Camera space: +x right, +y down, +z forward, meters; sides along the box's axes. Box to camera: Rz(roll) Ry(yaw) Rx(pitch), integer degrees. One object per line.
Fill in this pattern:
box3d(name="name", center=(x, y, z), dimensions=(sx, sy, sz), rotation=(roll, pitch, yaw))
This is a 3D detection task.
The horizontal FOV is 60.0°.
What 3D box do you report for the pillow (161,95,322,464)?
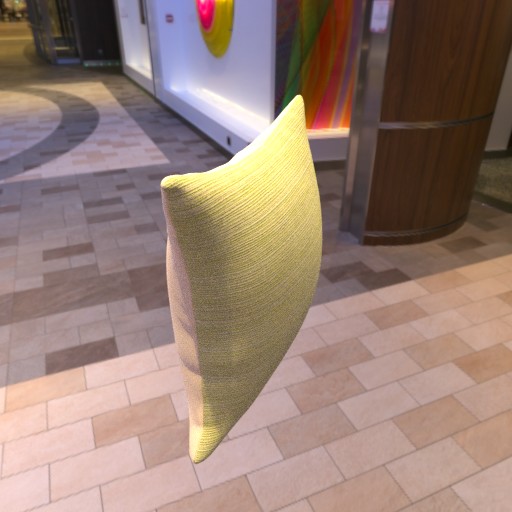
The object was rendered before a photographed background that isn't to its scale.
box3d(name="pillow", center=(0.000, 0.000, 0.817), dimensions=(0.229, 0.487, 0.560), rotation=(10, 31, 18))
